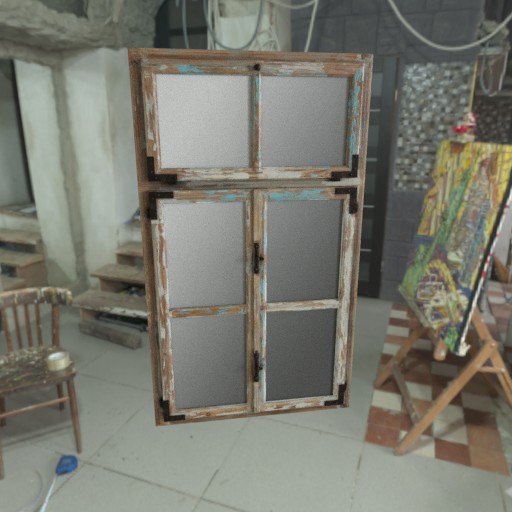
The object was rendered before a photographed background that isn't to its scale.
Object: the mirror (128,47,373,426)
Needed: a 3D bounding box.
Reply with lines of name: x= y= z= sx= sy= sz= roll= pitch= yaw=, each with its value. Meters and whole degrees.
mirror: x=0.000 y=0.000 z=1.426 sx=0.707 sy=1.213 sz=0.083 roll=-3 pitch=16 yaw=-9
